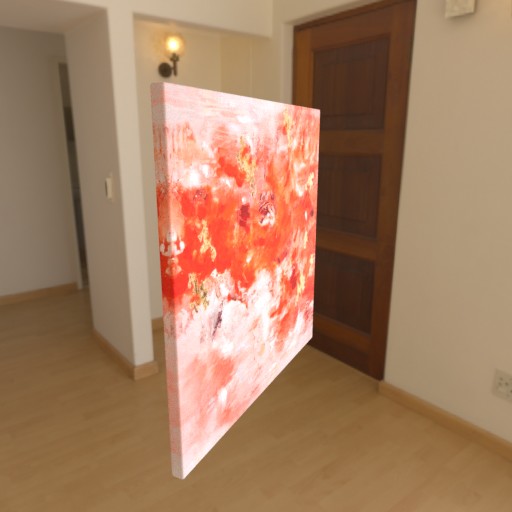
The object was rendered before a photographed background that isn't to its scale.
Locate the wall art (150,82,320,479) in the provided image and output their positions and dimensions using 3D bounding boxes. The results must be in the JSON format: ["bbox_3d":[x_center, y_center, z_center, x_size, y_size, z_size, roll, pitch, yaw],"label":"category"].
[{"bbox_3d":[0.000,0.000,1.322,0.066,0.878,0.878,7,16,26],"label":"wall art"}]
